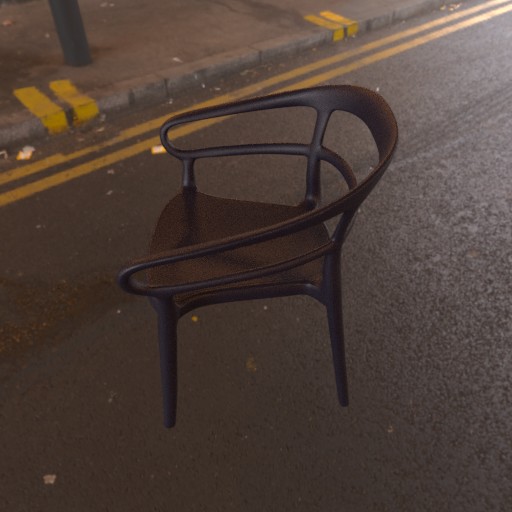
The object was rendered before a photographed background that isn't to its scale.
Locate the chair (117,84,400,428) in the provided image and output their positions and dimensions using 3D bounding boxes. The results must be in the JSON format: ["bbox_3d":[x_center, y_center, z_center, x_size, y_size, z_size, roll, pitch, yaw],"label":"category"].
[{"bbox_3d":[0.000,0.000,1.108,0.527,0.761,0.559,-1,43,-1],"label":"chair"}]
